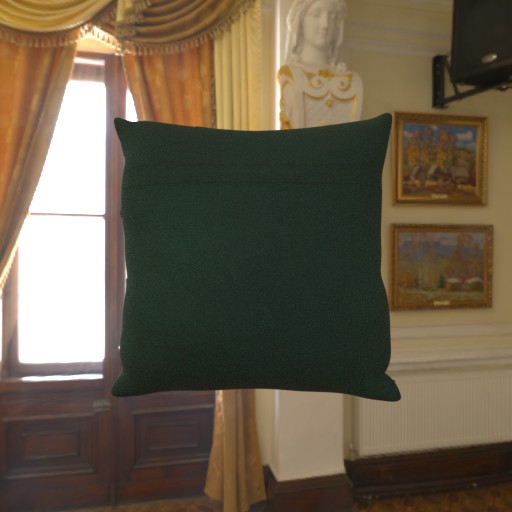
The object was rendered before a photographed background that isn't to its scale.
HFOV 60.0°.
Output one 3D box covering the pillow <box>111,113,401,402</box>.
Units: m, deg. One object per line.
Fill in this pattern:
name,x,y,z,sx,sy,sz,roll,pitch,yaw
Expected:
pillow,0.000,0.000,0.683,0.439,0.440,0.184,0,-1,0
